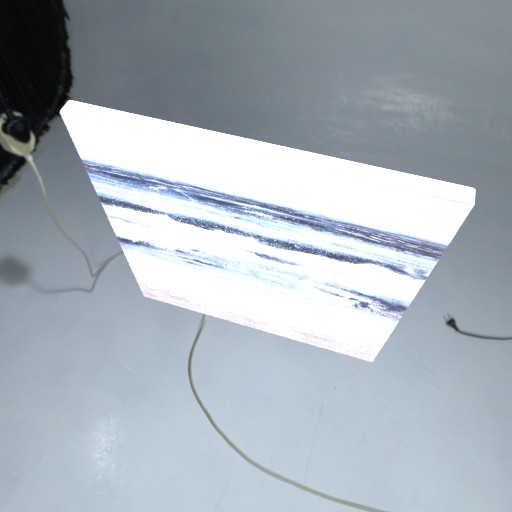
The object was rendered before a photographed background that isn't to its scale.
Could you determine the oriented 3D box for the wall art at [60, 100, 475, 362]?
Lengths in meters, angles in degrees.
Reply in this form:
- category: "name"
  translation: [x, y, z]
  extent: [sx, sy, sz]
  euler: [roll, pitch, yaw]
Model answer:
- category: "wall art"
  translation: [0.000, 0.000, 1.100]
  extent: [0.755, 0.747, 0.065]
  euler: [15, 58, 9]
